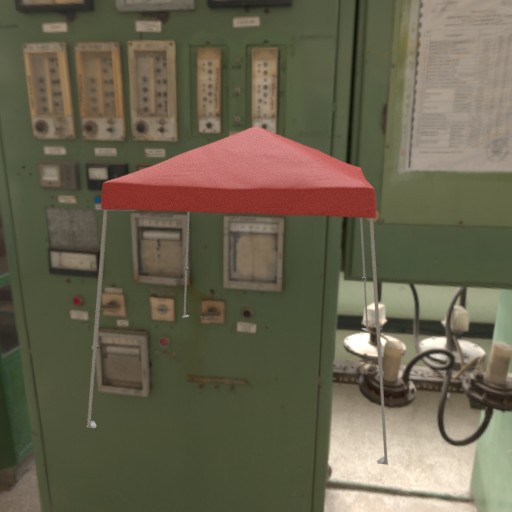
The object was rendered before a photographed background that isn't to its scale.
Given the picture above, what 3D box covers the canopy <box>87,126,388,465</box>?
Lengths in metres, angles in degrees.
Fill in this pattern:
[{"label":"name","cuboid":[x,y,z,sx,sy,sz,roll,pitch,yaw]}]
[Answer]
[{"label":"canopy","cuboid":[0.000,0.000,6.401,3.599,3.600,3.600,3,15,10]}]
